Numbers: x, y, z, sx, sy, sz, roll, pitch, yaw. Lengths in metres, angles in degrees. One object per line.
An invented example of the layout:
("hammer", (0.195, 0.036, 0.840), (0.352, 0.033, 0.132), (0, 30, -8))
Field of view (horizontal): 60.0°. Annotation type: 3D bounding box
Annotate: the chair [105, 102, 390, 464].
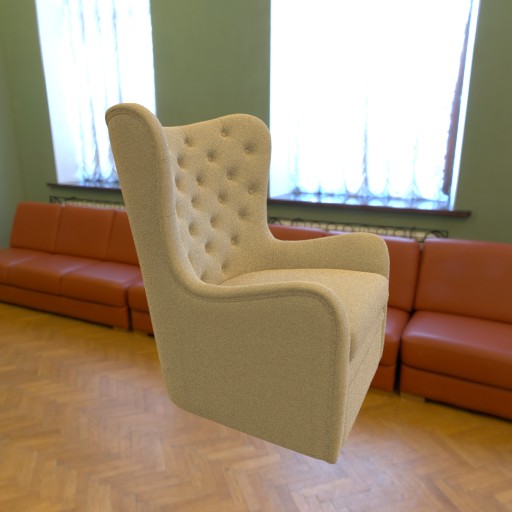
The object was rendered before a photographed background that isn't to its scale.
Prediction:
("chair", (0.000, 0.000, 1.695), (0.929, 1.079, 0.831), (7, 17, 24))
